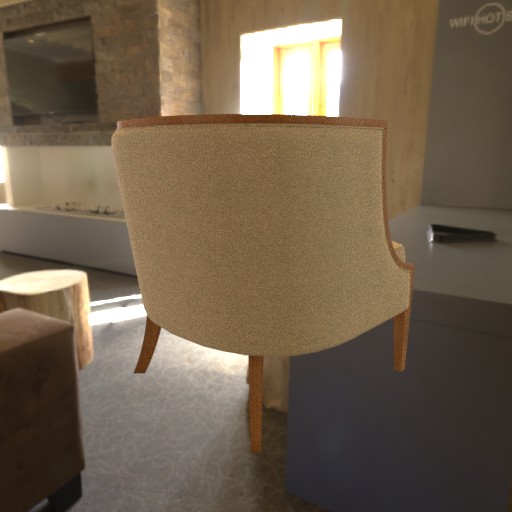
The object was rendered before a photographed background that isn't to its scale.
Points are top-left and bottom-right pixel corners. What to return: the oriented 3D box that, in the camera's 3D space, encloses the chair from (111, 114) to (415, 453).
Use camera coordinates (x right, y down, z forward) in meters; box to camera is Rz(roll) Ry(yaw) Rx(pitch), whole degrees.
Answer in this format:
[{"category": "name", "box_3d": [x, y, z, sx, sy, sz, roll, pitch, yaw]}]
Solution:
[{"category": "chair", "box_3d": [0.000, 0.000, 1.353, 0.711, 0.775, 0.757, 13, 19, 43]}]
